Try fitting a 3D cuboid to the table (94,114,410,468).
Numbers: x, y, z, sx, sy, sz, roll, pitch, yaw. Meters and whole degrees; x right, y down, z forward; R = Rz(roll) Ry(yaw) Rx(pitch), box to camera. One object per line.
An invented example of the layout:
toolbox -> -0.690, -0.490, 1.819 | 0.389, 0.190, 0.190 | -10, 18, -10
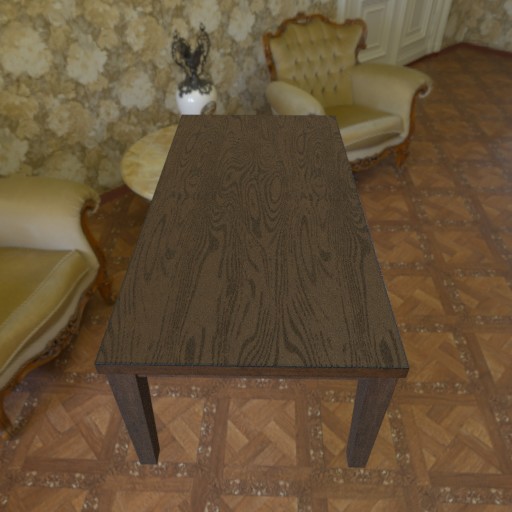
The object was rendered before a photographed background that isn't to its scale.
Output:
table -> 0.000, 0.000, 2.420 | 1.016, 0.762, 1.981 | 1, 40, 1
